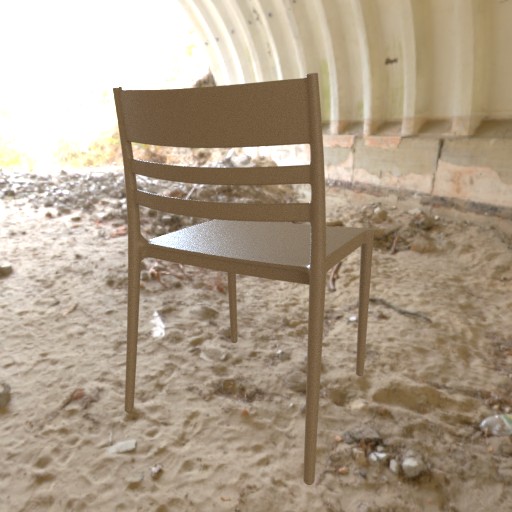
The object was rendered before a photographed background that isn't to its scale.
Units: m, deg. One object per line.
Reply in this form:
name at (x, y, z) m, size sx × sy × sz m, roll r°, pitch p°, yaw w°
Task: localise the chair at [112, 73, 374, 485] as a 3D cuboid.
chair at (0.000, 0.000, 1.131) m, size 0.531 × 0.800 × 0.511 m, roll 8°, pitch 18°, yaw 28°
